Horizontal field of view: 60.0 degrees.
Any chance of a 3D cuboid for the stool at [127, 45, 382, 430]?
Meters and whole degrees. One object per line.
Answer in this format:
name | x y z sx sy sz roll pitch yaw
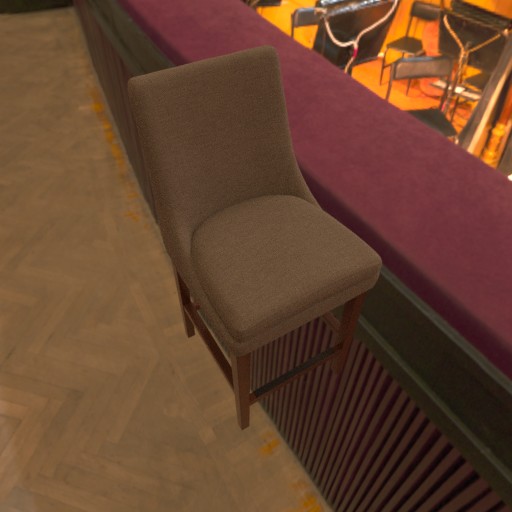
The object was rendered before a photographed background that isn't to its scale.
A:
stool | 0.000 0.000 1.325 0.470 0.981 0.577 -24 51 -21
